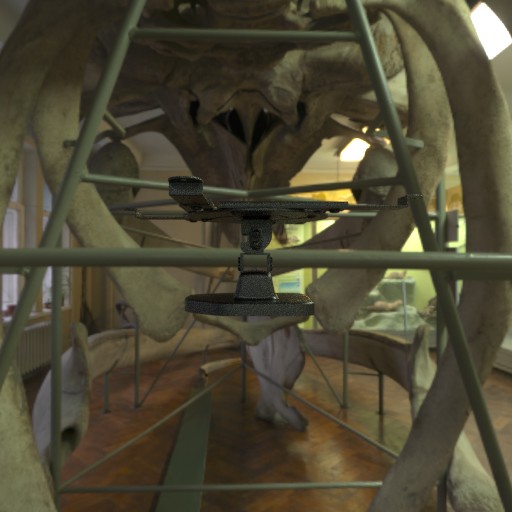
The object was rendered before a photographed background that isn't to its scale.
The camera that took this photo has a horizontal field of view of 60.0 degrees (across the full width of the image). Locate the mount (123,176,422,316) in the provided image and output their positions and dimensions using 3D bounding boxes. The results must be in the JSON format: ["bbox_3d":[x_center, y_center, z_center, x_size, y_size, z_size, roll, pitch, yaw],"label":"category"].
[{"bbox_3d":[0.000,0.000,0.596,0.394,0.141,0.394,0,0,-1],"label":"mount"}]
